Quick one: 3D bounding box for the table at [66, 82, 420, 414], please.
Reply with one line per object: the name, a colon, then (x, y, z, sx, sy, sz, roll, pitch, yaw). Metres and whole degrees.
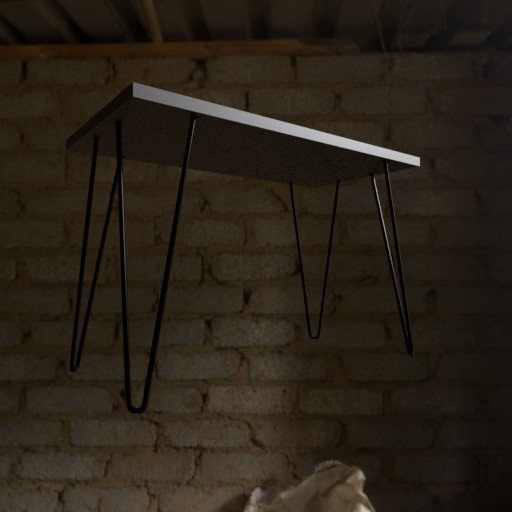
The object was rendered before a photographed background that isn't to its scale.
table: (0.000, 0.000, 1.364, 0.991, 0.660, 0.499, 1, -2, -37)
